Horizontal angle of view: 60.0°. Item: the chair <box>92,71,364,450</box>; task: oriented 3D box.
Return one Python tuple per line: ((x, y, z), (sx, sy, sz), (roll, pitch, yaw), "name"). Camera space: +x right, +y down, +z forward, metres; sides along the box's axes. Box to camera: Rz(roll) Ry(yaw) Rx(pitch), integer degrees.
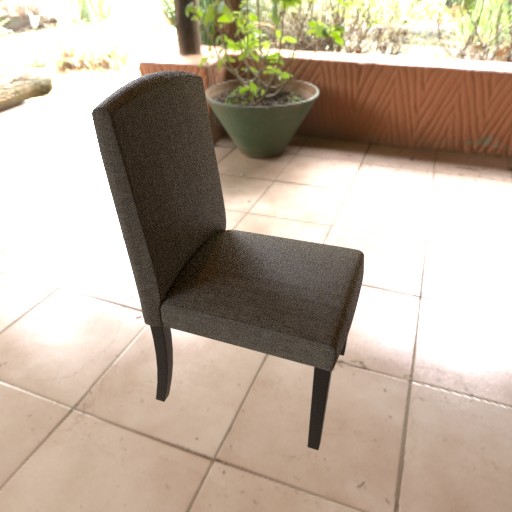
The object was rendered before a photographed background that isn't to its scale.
((0.000, 0.000, 1.228), (0.580, 0.917, 0.451), (11, 33, 17), "chair")
